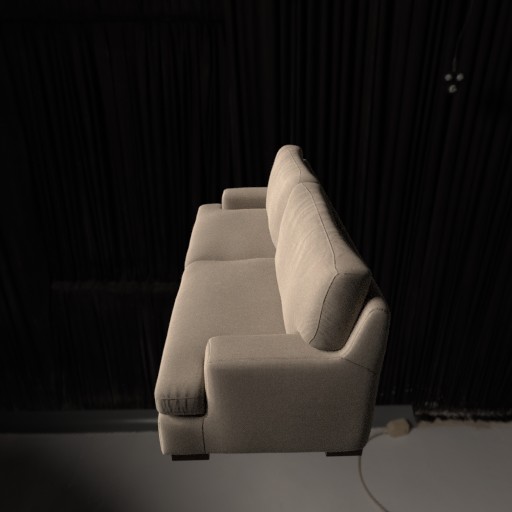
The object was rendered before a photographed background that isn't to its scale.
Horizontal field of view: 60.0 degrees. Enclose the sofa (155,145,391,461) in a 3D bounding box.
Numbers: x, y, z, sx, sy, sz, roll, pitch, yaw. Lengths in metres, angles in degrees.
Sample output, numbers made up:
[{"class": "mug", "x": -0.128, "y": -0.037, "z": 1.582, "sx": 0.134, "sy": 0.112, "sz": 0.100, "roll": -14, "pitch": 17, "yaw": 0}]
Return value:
[{"class": "sofa", "x": 0.000, "y": 0.000, "z": 2.847, "sx": 0.962, "sy": 0.980, "sz": 2.354, "roll": -1, "pitch": 26, "yaw": -2}]
